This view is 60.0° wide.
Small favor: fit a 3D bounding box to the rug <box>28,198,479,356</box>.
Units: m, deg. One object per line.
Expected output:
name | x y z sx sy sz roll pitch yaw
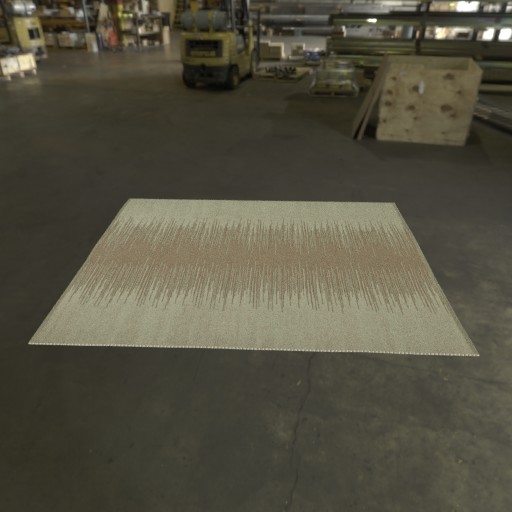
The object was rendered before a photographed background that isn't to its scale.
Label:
rug | 0.000 0.000 4.013 3.048 0.013 2.438 1 31 2
